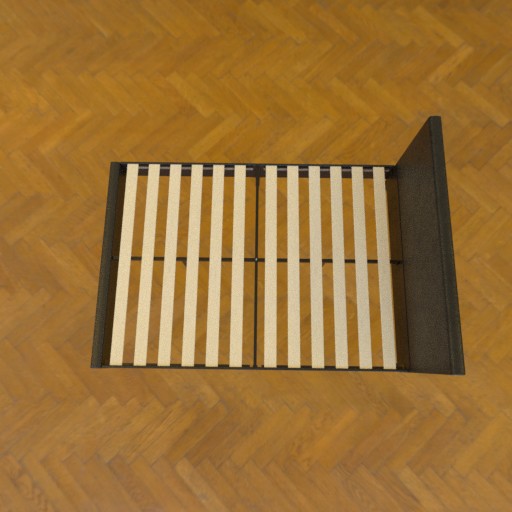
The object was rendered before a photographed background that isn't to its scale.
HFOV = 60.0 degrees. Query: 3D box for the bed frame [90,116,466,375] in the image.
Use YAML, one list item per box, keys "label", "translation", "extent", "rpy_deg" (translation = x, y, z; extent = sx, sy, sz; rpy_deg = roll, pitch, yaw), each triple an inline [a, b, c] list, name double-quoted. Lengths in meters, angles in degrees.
- label: "bed frame"
  translation: [0.000, 0.000, 2.925]
  extent: [2.152, 1.046, 1.469]
  rpy_deg: [1, 76, 0]
